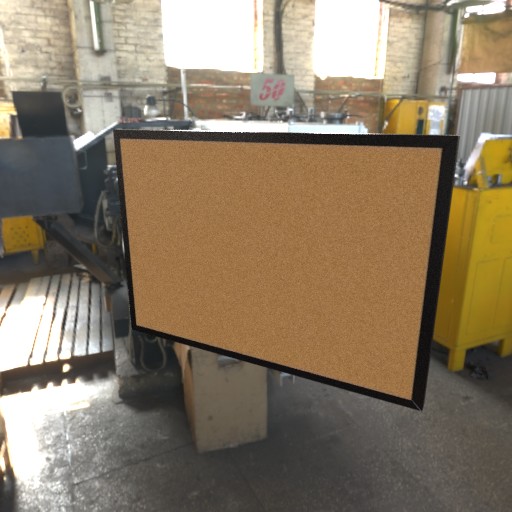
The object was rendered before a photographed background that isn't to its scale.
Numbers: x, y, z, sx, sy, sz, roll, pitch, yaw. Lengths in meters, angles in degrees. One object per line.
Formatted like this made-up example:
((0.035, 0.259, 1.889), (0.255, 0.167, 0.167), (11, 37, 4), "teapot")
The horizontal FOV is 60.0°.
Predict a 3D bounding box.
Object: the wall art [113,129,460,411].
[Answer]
((0.000, 0.000, 0.848), (0.657, 0.458, 0.027), (9, 20, 26), "wall art")
